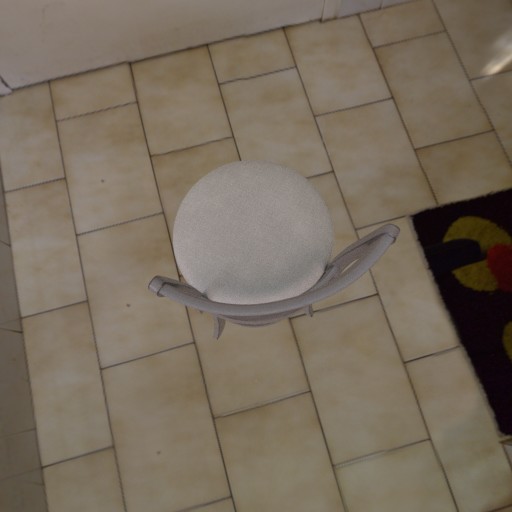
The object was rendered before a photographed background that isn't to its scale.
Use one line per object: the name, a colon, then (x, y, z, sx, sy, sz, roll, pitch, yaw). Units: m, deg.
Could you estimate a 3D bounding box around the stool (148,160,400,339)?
stool: (0.000, 0.000, 1.262, 0.436, 1.023, 0.475, -13, 75, -4)
